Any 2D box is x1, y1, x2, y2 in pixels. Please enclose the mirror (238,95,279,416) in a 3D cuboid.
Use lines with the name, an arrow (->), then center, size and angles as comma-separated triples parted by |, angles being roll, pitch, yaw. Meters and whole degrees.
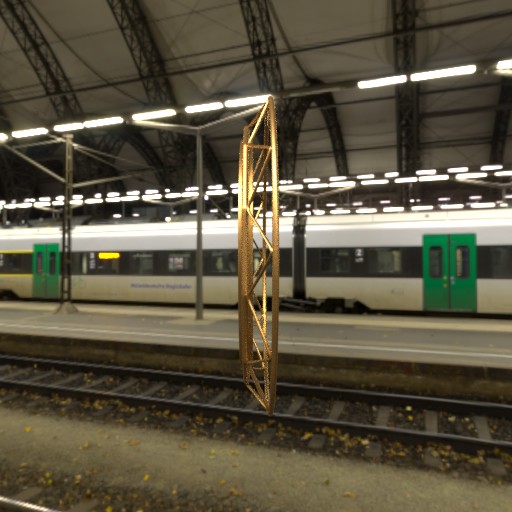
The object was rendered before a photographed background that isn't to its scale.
mirror -> 0.000, 0.000, 0.667 | 0.043, 0.454, 0.454 | 0, -1, 0
